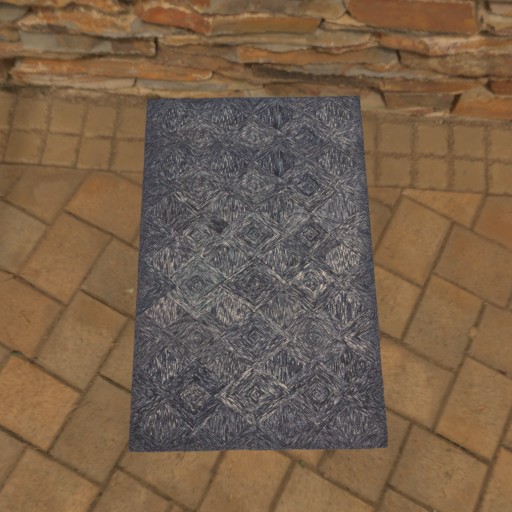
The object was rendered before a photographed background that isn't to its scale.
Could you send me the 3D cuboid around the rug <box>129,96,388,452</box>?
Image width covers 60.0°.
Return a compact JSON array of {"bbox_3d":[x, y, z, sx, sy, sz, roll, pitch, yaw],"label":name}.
[{"bbox_3d":[0.000,0.000,2.151,1.139,0.010,1.754,-1,76,0],"label":"rug"}]
